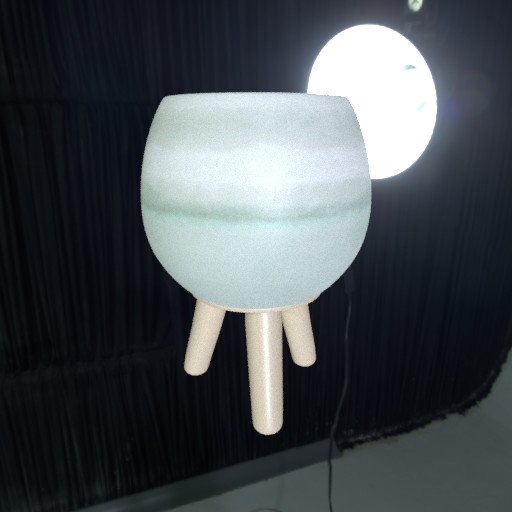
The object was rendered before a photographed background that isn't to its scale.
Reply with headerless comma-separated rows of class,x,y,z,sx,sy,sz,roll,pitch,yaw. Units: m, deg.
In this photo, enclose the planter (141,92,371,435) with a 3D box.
planter,0.000,0.000,0.333,0.161,0.224,0.161,0,17,0
